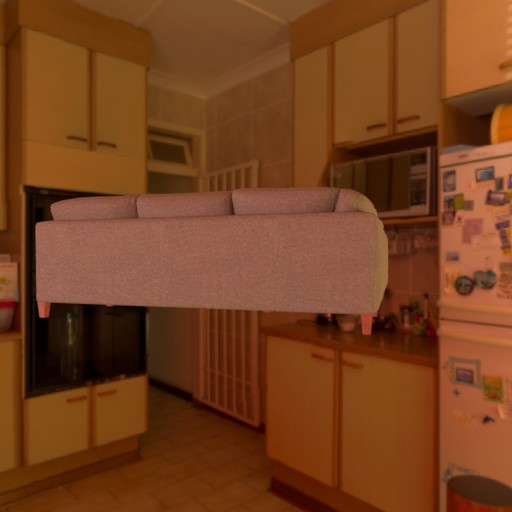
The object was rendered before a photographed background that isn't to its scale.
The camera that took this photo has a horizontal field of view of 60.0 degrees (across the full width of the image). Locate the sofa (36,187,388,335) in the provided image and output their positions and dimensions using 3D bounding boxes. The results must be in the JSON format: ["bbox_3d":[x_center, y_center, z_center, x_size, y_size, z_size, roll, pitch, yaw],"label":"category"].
[{"bbox_3d":[0.000,0.000,4.577,2.593,0.947,3.302,0,0,18],"label":"sofa"}]
